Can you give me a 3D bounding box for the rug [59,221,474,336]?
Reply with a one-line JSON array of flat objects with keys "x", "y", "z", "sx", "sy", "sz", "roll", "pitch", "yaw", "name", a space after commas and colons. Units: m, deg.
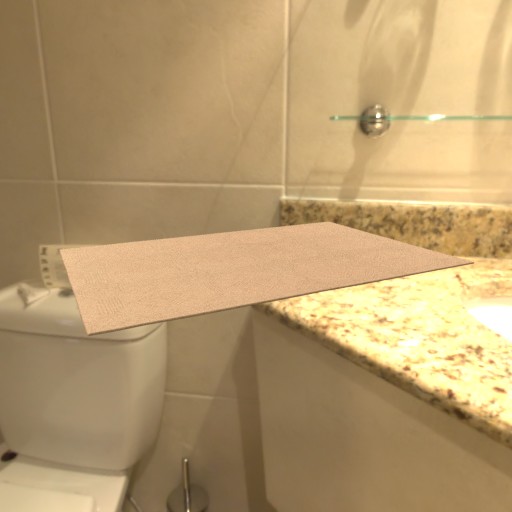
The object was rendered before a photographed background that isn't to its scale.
[{"x": 0.000, "y": 0.000, "z": 2.346, "sx": 1.839, "sy": 0.009, "sz": 1.236, "roll": -8, "pitch": 17, "yaw": -26, "name": "rug"}]
